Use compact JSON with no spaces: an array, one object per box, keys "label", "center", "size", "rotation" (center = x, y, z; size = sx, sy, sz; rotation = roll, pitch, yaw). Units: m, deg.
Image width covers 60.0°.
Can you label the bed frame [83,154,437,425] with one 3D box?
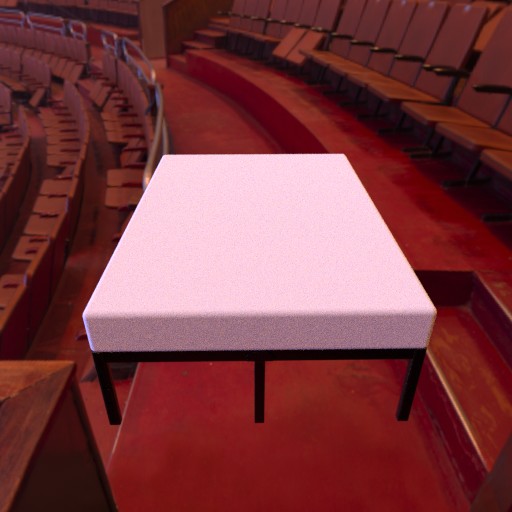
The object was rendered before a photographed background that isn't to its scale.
[{"label":"bed frame","center":[0.000,0.000,2.732],"size":[1.408,0.659,1.956],"rotation":[0,31,-1]}]
